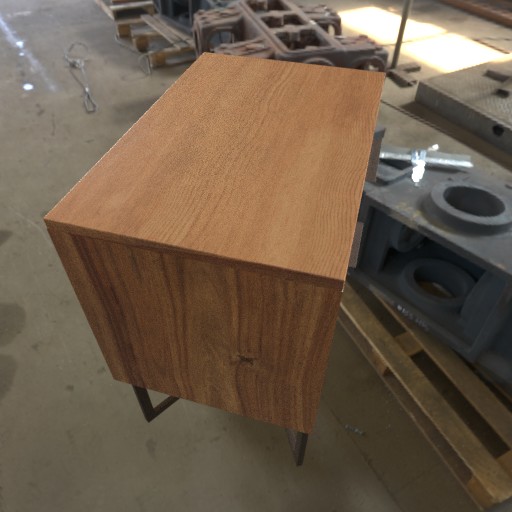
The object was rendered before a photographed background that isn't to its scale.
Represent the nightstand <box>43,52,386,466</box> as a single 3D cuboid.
[{"bbox_3d":[0.000,0.000,0.985,0.427,0.615,0.613,12,46,11],"label":"nightstand"}]
